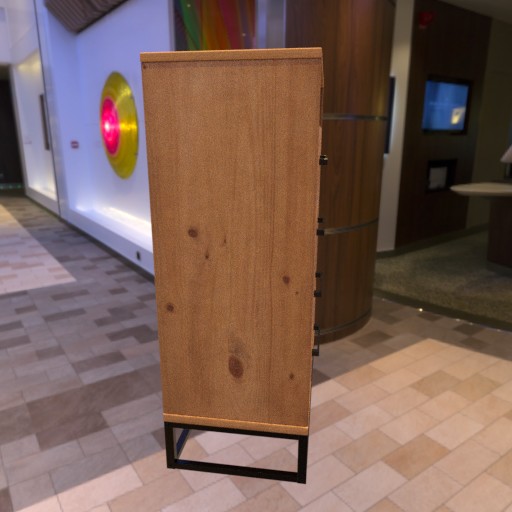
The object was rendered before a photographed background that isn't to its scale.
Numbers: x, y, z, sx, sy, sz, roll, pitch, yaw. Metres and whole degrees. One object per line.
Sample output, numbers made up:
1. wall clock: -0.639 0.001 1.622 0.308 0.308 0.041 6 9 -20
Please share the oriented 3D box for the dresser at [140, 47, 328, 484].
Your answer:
1. dresser: 0.000 0.000 1.596 0.479 1.240 0.761 2 16 8
